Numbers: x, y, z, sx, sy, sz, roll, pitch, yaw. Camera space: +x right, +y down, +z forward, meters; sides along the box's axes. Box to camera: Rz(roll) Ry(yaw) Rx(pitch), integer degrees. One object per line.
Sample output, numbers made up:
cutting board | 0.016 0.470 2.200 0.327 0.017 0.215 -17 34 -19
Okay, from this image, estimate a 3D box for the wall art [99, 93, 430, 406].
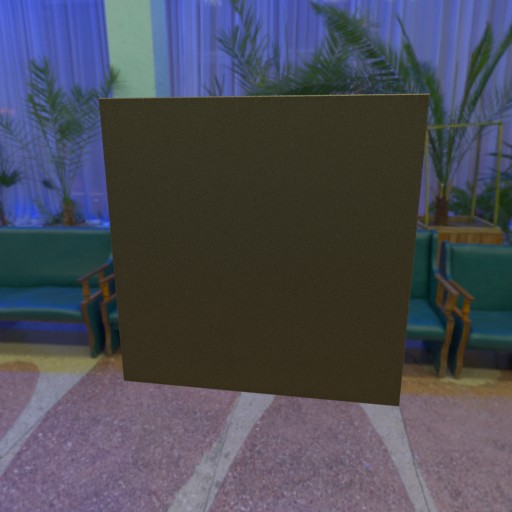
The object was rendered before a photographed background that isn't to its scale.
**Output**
wall art | 0.000 0.000 0.747 0.503 0.506 0.031 3 16 9
